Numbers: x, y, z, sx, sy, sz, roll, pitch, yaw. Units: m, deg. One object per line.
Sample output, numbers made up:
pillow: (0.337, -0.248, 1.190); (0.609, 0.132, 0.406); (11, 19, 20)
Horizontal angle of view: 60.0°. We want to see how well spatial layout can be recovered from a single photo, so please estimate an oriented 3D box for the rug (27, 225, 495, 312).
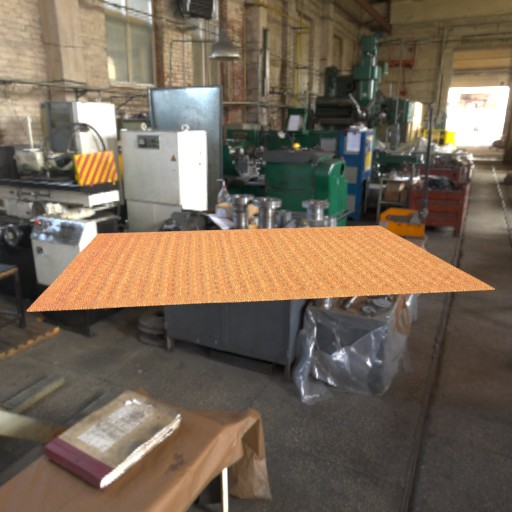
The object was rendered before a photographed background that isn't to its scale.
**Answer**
rug: (0.000, 0.000, 2.182); (1.747, 0.006, 1.143); (-2, 17, -7)
